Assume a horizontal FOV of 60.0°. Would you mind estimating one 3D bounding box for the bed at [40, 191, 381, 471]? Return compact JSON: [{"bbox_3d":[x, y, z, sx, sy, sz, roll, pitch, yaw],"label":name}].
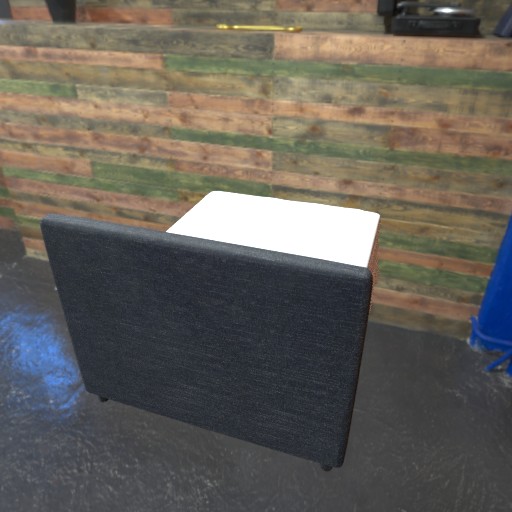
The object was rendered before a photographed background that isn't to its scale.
[{"bbox_3d":[0.000,0.000,3.174,1.723,1.330,2.142,10,32,16],"label":"bed"}]
